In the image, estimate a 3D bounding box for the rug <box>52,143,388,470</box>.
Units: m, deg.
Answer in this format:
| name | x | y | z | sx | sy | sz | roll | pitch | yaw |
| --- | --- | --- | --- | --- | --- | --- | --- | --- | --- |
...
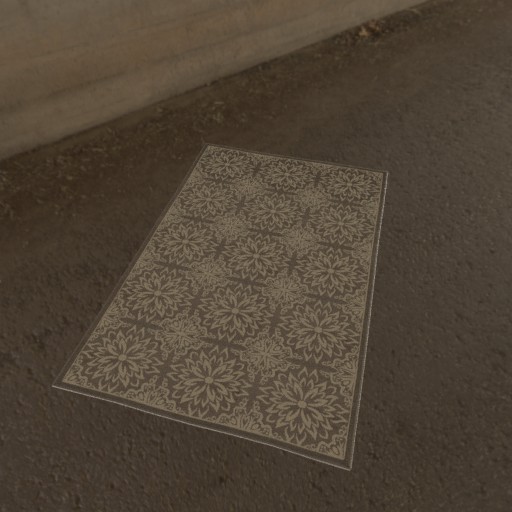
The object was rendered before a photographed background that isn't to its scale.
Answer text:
| name | x | y | z | sx | sy | sz | roll | pitch | yaw |
| --- | --- | --- | --- | --- | --- | --- | --- | --- | --- |
| rug | 0.000 | 0.000 | 3.429 | 1.819 | 0.018 | 2.746 | 11 | 48 | 10 |
